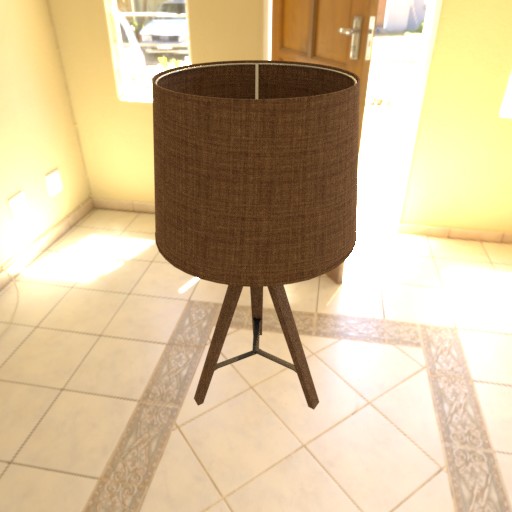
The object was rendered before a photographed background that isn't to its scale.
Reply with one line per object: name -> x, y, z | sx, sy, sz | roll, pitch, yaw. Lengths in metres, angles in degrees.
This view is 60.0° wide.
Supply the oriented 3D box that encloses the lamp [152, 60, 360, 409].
lamp -> 0.000, 0.000, 0.673 | 0.290, 0.514, 0.290 | 0, 32, 0
